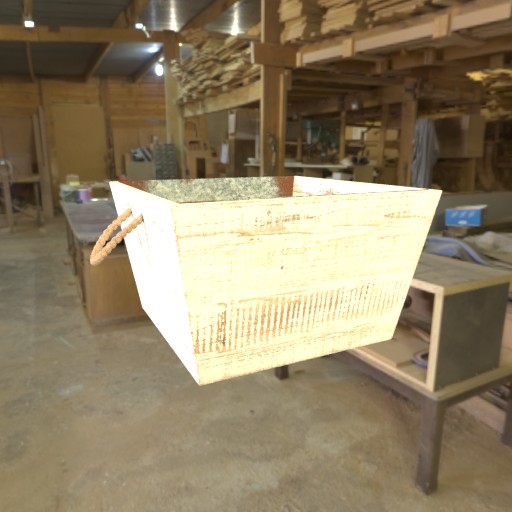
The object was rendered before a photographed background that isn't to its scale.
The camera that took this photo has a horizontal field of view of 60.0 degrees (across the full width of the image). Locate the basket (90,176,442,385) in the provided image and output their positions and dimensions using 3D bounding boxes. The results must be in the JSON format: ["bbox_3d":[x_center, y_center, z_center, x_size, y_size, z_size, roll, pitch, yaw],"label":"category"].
[{"bbox_3d":[0.000,0.000,0.776,0.545,0.247,0.413,-7,15,-26],"label":"basket"}]
